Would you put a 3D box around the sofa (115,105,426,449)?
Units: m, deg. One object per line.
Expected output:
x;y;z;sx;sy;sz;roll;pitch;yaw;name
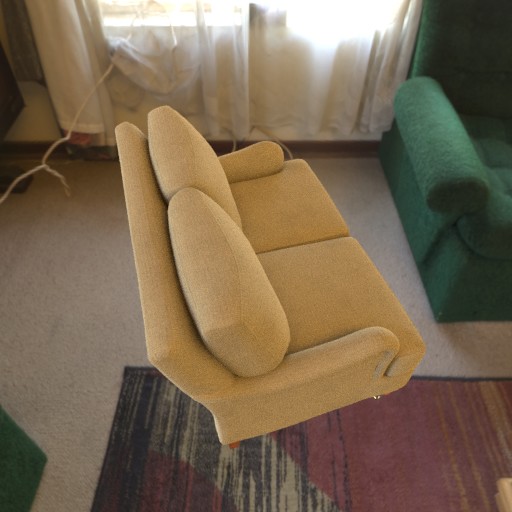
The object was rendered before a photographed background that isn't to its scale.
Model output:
0.000;0.000;2.181;1.087;0.999;1.480;-12;47;-11;sofa
